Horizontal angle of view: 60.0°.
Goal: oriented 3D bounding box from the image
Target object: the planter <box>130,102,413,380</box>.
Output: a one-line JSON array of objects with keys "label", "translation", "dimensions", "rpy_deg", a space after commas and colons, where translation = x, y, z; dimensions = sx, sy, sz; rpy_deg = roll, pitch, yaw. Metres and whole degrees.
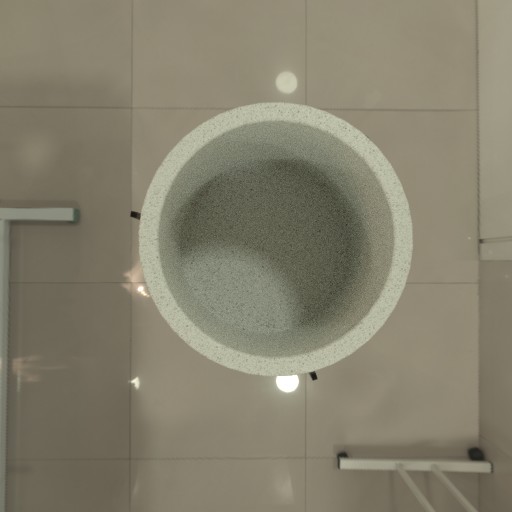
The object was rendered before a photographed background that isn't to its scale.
[{"label": "planter", "translation": [0.000, 0.000, 0.557], "dimensions": [0.267, 0.362, 0.263], "rpy_deg": [0, 89, -1]}]
